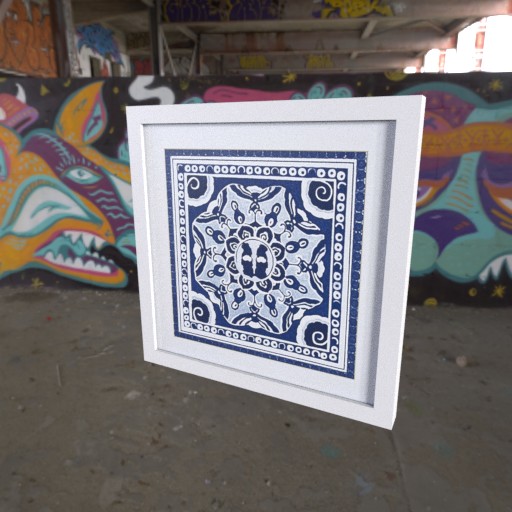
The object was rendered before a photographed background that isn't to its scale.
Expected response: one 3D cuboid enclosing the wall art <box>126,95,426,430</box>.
[{"bbox_3d":[0.000,0.000,0.540,0.355,0.355,0.027,8,17,26],"label":"wall art"}]
